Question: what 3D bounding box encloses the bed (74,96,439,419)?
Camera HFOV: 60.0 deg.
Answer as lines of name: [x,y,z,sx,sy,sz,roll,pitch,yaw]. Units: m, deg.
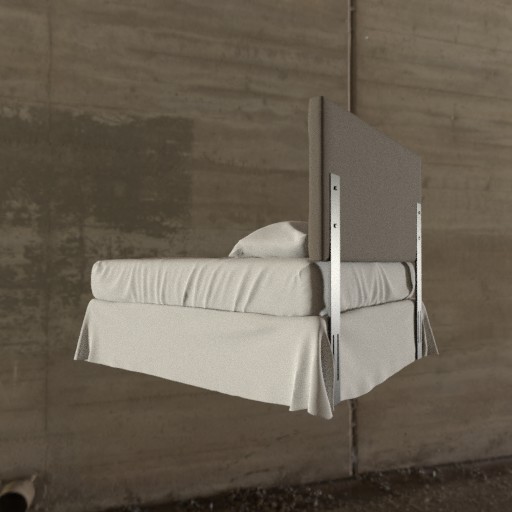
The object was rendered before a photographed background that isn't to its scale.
bed: [0.000,0.000,3.450,2.222,1.577,1.936,-1,-1,37]
